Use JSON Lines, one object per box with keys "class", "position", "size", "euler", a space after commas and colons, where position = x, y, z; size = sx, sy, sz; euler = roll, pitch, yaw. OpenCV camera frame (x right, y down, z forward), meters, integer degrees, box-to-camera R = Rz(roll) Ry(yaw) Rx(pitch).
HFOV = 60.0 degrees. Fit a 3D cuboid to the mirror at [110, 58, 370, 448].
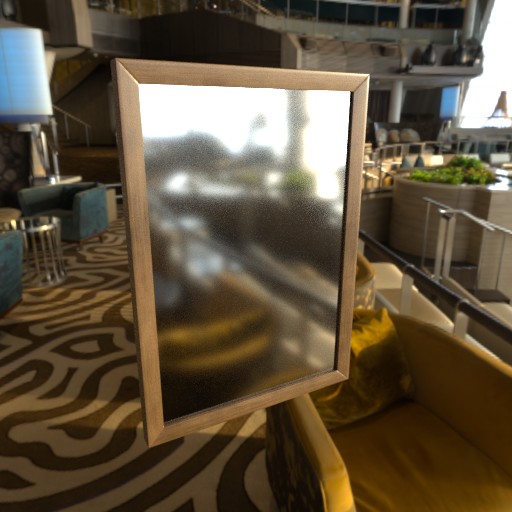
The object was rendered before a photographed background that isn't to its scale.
{"class": "mirror", "position": [0.000, 0.000, 0.905], "size": [0.507, 0.710, 0.040], "euler": [-9, 19, -27]}
